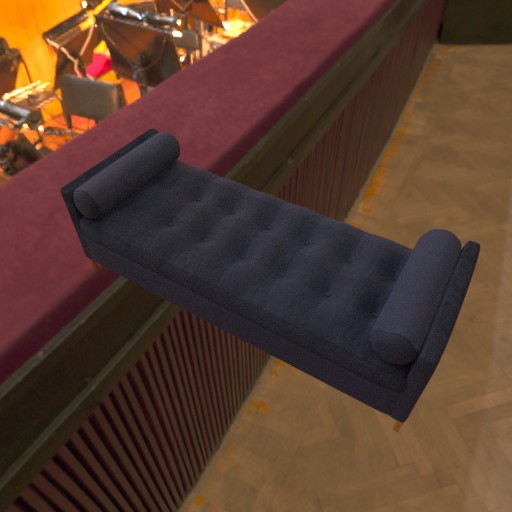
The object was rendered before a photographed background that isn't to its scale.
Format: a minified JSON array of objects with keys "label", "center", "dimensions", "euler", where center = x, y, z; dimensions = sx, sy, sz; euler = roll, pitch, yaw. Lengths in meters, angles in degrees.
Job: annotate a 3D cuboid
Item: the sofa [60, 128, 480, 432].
[{"label":"sofa","center":[0.000,0.000,2.489],"dimensions":[2.102,0.705,0.796],"euler":[24,50,21]}]
